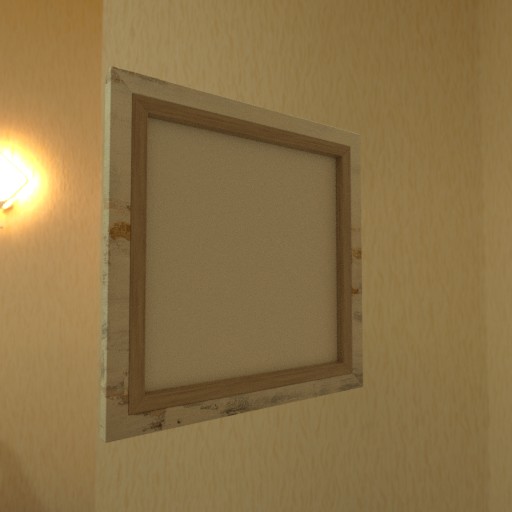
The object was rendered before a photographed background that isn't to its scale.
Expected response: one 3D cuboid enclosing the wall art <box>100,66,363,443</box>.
[{"bbox_3d":[0.000,0.000,1.119,0.753,0.755,0.038,2,-3,-36],"label":"wall art"}]
